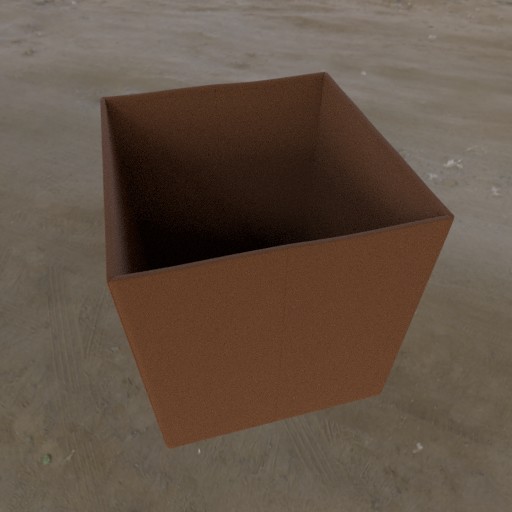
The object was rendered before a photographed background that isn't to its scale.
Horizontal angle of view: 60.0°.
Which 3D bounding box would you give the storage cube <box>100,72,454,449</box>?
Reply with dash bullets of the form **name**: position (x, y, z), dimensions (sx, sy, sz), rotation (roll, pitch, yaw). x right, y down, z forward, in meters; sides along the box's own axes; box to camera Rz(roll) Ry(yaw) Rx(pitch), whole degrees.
- **storage cube**: position (0.000, 0.000, 0.495), dimensions (0.270, 0.280, 0.270), rotation (-11, 46, -10)
